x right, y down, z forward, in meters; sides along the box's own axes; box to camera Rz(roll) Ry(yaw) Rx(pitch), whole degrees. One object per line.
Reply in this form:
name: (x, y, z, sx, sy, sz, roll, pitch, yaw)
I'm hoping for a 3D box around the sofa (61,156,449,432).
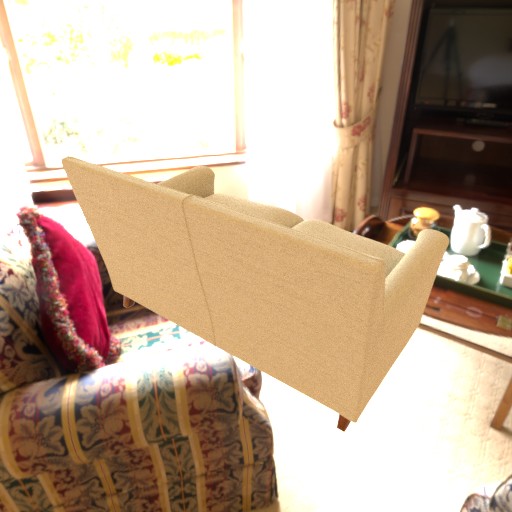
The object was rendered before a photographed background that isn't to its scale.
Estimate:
sofa: (0.000, 0.000, 2.073, 1.482, 0.892, 0.891, 21, 37, 31)
